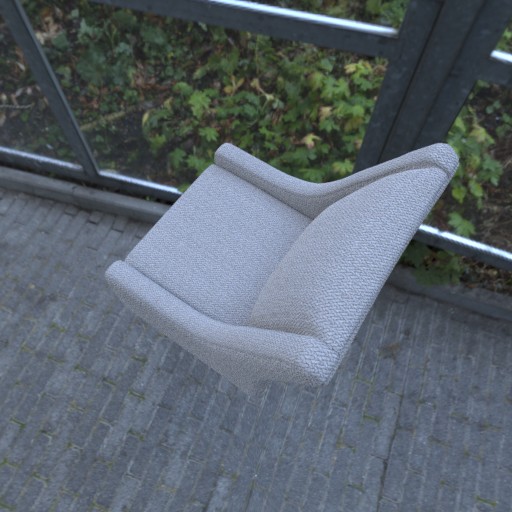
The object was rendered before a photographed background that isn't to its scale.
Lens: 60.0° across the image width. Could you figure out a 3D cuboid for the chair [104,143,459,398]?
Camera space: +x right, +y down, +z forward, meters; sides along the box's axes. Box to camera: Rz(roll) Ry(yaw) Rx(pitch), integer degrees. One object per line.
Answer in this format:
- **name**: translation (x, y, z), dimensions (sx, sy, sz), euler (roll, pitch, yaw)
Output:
- **chair**: translation (0.000, 0.000, 1.615), dimensions (0.870, 1.014, 0.774), euler (32, 68, 15)
